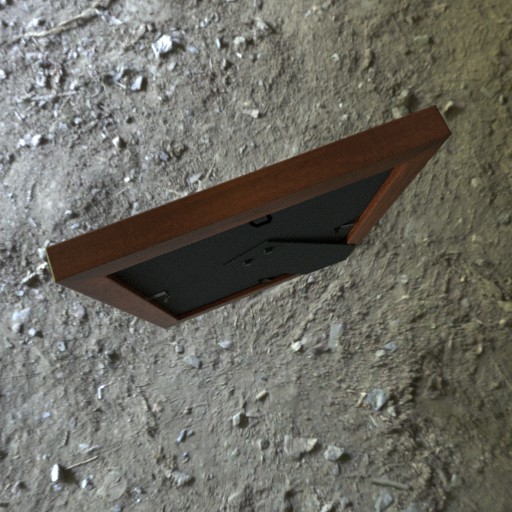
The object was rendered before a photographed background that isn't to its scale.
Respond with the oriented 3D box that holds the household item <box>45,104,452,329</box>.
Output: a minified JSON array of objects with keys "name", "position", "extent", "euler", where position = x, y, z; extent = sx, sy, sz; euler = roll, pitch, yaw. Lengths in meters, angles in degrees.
[{"name":"household item","position":[0.000,0.000,0.330],"extent":[0.200,0.250,0.020],"euler":[-21,77,-5]}]
